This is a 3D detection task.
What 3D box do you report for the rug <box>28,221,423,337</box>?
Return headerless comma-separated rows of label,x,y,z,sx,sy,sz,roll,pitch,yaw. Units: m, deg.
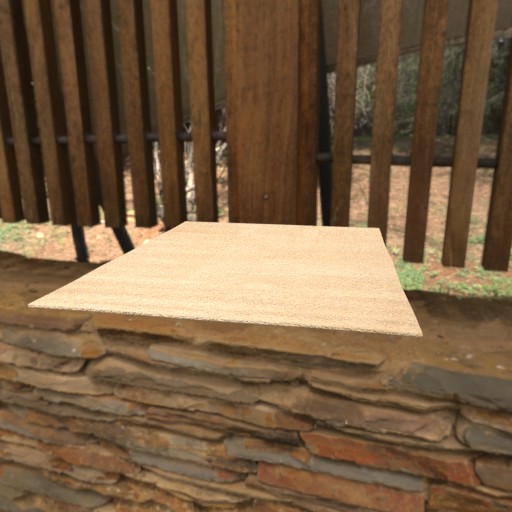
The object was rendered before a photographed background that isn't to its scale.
rug,0.000,0.000,4.038,2.400,0.025,3.000,3,15,10
